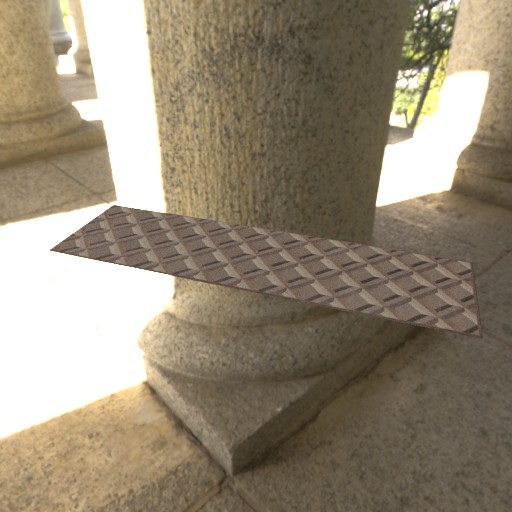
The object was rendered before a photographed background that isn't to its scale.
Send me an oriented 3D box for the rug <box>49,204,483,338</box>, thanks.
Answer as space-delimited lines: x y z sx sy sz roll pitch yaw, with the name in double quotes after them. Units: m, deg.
0.000 0.000 2.644 2.437 0.013 0.685 10 33 16 "rug"
